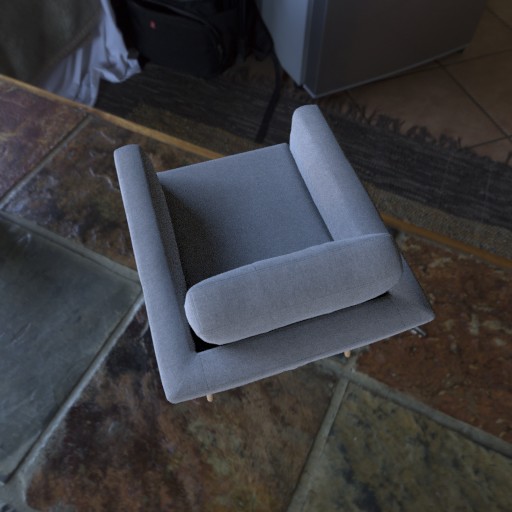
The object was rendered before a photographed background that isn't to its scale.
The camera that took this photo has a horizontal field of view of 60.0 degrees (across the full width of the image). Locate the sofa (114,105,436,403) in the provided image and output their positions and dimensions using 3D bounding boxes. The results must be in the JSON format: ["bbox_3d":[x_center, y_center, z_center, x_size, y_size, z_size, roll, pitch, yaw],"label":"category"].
[{"bbox_3d":[0.000,0.000,1.542,0.770,0.860,0.920,-15,60,-9],"label":"sofa"}]
